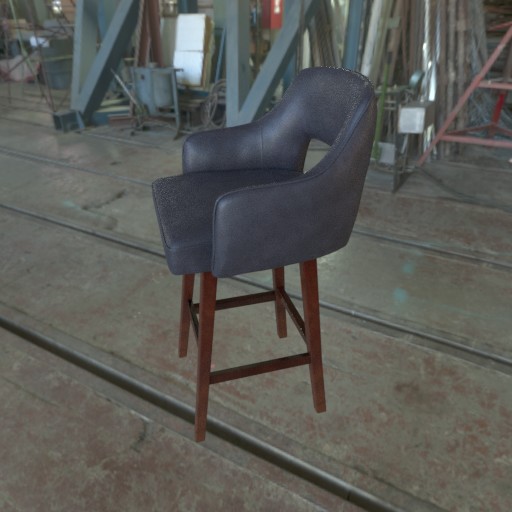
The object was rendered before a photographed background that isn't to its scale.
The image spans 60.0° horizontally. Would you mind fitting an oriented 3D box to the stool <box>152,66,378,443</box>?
[{"bbox_3d":[0.000,0.000,1.362,0.560,1.041,0.550,-8,31,-14],"label":"stool"}]
